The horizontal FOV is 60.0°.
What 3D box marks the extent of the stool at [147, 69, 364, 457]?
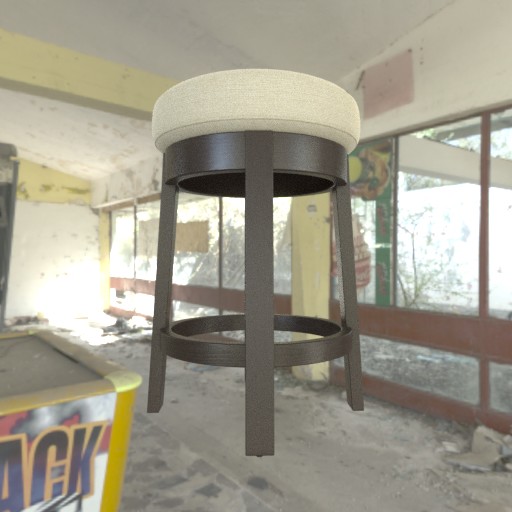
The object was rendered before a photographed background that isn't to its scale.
[{"bbox_3d":[0.000,0.000,0.938,0.449,0.655,0.449,0,0,0],"label":"stool"}]
